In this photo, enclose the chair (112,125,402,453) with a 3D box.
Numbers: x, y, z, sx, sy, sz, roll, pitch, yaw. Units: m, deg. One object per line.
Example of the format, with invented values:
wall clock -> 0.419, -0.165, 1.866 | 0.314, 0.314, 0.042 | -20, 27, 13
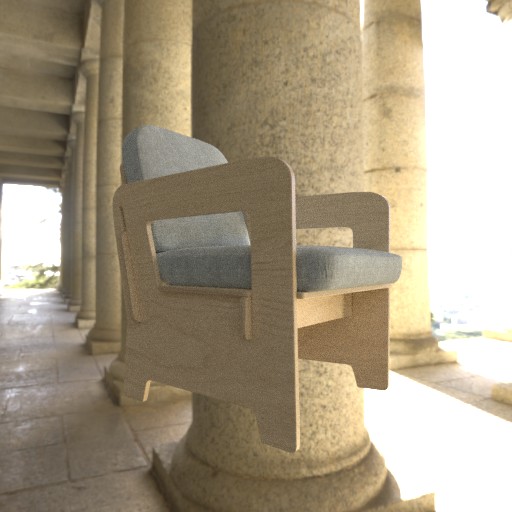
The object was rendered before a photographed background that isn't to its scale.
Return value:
chair -> 0.000, 0.000, 1.275 | 0.710, 0.800, 0.590 | -1, -1, 36
